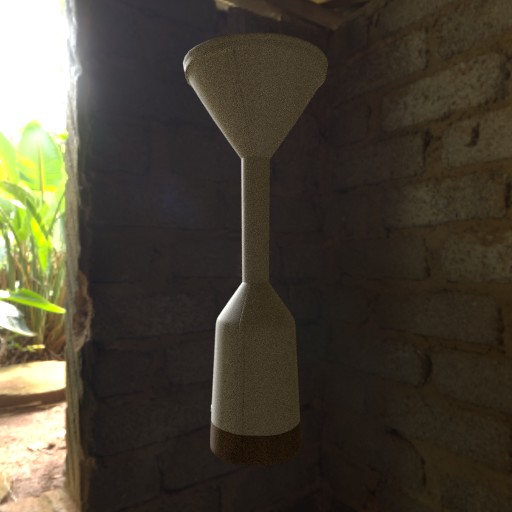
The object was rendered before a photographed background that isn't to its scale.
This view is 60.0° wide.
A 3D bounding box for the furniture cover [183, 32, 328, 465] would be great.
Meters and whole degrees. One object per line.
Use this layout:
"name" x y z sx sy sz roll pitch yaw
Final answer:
"furniture cover" 0.000 0.000 2.835 0.914 2.413 0.914 0 0 19
